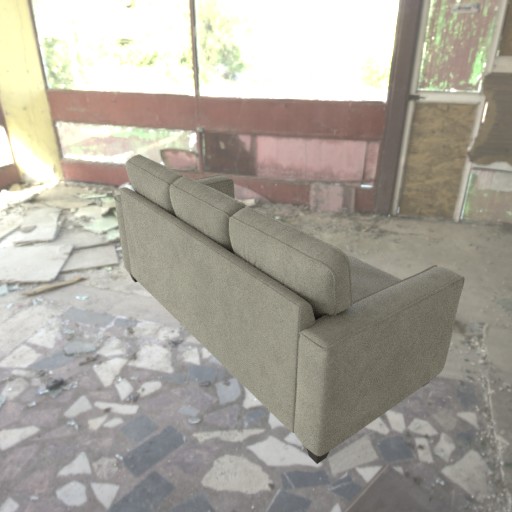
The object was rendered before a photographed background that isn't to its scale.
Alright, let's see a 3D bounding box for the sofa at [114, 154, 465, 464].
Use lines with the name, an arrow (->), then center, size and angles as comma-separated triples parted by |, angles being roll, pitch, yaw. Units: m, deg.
sofa -> 0.000, 0.000, 2.668 | 0.939, 0.965, 2.133 | -18, 32, -32
